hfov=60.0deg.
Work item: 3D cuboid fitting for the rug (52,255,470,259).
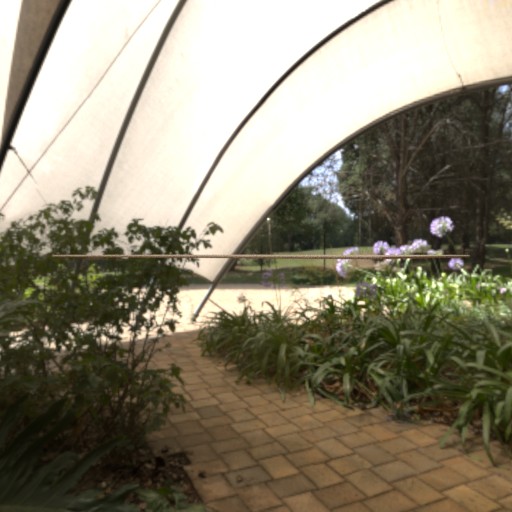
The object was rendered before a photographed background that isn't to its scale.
[{"bbox_3d":[0.000,0.000,2.322,1.829,0.010,1.219,0,0,37],"label":"rug"}]
